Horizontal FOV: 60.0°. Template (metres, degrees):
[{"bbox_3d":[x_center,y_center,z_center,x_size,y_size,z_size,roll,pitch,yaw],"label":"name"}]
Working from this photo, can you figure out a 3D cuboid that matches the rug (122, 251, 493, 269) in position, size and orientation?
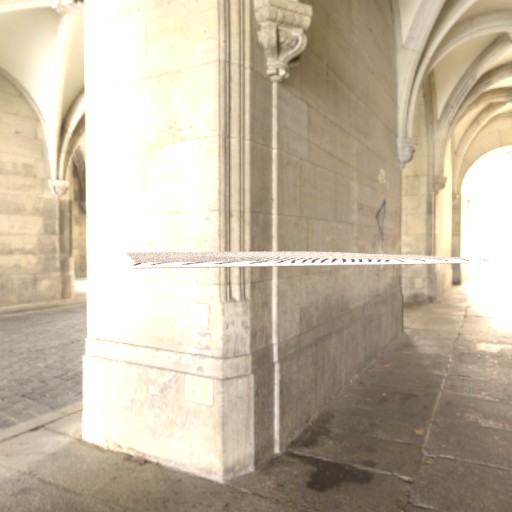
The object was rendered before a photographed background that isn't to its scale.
[{"bbox_3d":[0.000,0.000,3.194,1.829,0.028,2.449,0,2,-17],"label":"rug"}]
